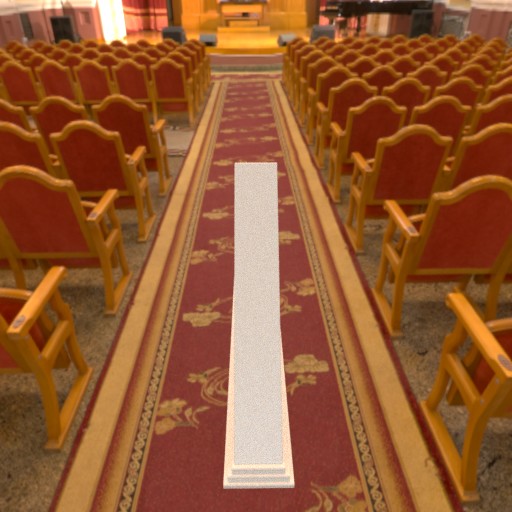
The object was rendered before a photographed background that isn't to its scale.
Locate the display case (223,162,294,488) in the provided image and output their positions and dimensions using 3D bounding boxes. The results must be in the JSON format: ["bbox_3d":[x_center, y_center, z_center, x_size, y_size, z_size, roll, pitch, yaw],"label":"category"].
[{"bbox_3d":[0.000,0.000,0.779,0.095,0.340,0.640,0,31,-1],"label":"display case"}]
